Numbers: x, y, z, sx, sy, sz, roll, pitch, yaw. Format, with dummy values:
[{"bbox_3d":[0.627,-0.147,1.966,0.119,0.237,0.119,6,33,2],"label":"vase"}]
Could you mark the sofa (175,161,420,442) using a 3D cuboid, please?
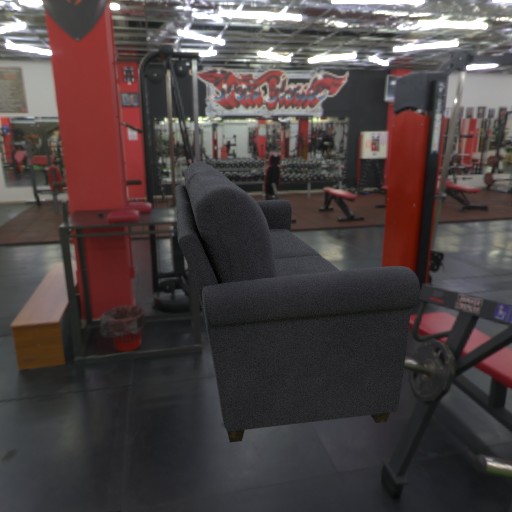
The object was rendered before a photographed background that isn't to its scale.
[{"bbox_3d":[0.000,0.000,2.439,0.842,0.942,1.935,-3,16,-10],"label":"sofa"}]
